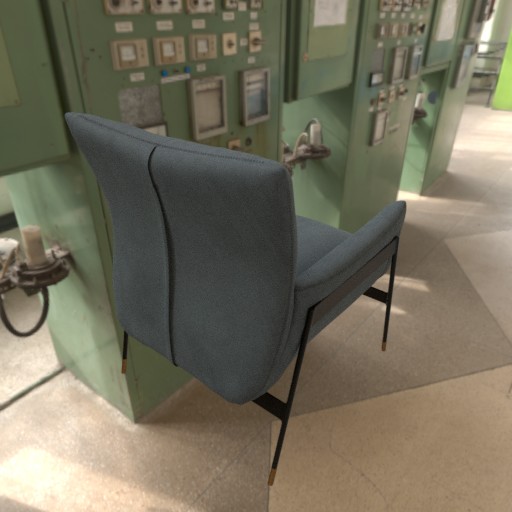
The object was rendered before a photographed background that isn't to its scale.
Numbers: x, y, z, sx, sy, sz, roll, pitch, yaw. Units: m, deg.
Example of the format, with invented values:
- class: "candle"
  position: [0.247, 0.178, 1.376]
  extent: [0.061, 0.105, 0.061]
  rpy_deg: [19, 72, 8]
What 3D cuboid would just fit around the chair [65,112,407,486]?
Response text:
- class: "chair"
  position: [0.000, 0.000, 1.333]
  extent: [0.678, 0.858, 0.709]
  rpy_deg: [22, 36, 34]
